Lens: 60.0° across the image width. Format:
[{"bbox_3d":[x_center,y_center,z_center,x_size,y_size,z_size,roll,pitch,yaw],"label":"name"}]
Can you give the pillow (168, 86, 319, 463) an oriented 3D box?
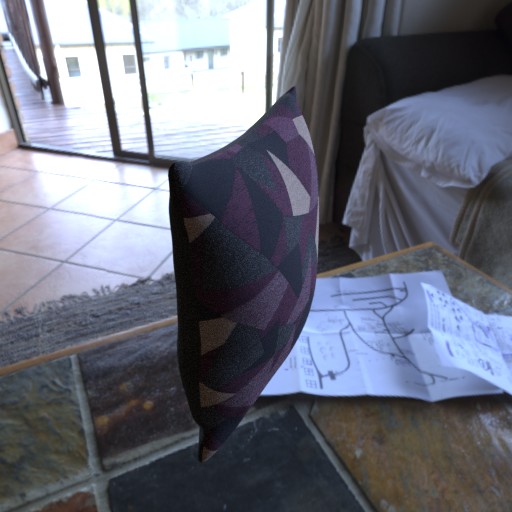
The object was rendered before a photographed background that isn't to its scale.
[{"bbox_3d":[0.000,0.000,0.780,0.208,0.496,0.503,10,33,17],"label":"pillow"}]
